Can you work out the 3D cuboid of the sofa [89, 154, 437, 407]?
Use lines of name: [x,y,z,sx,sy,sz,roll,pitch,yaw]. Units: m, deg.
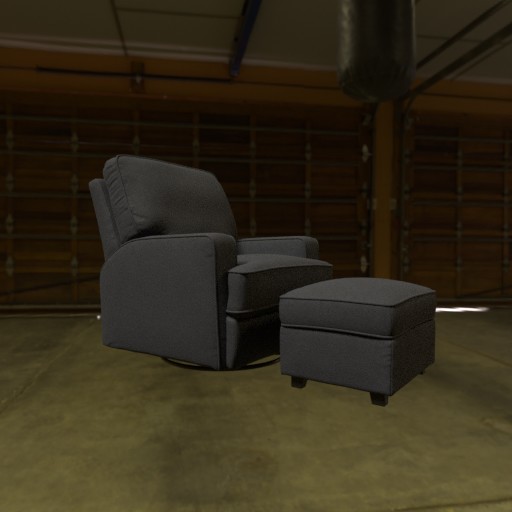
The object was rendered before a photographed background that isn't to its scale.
sofa: [0.000,0.000,2.031,1.472,0.959,0.861,1,2,36]
